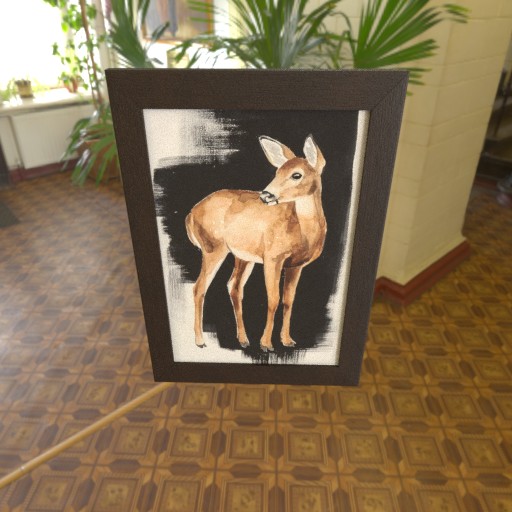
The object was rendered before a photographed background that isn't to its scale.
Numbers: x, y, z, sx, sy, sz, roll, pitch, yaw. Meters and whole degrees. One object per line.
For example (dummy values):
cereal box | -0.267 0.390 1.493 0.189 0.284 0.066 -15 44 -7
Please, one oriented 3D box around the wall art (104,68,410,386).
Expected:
wall art | 0.000 0.000 0.656 0.359 0.513 0.017 1 30 1
